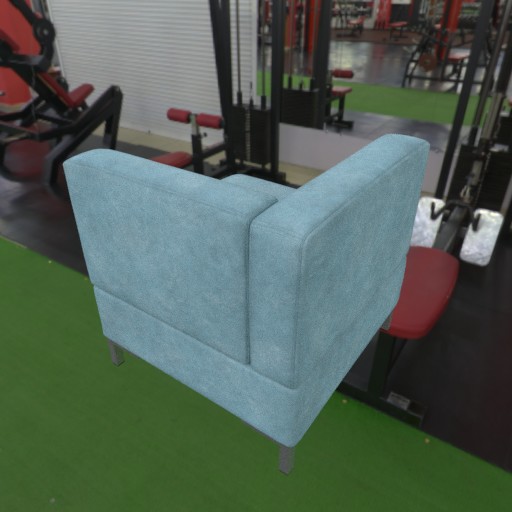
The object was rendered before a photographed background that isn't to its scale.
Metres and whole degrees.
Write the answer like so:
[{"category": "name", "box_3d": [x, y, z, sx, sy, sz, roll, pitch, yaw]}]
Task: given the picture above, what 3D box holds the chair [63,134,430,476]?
[{"category": "chair", "box_3d": [0.000, 0.000, 1.260, 0.684, 0.660, 0.691, 20, 37, 30]}]
